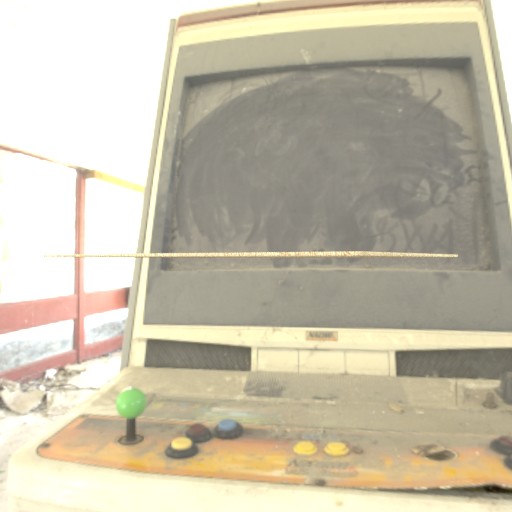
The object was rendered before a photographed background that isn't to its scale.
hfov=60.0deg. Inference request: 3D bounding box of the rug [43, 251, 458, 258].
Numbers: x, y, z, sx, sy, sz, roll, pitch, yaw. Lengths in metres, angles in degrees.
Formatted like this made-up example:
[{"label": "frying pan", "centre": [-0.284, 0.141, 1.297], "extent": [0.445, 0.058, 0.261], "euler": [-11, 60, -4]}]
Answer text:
[{"label": "rug", "centre": [0.000, 0.000, 4.062], "extent": [3.001, 0.025, 2.401], "euler": [0, 0, 35]}]
